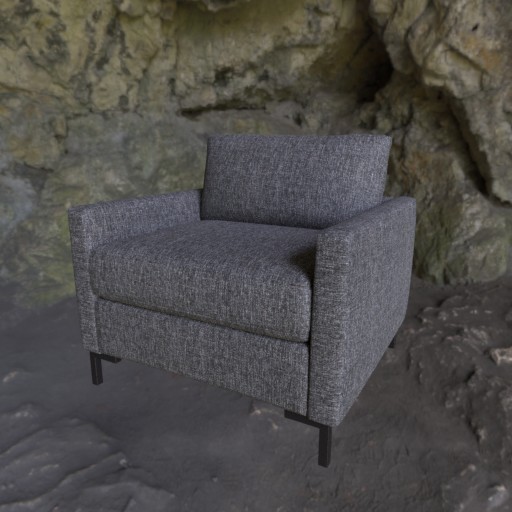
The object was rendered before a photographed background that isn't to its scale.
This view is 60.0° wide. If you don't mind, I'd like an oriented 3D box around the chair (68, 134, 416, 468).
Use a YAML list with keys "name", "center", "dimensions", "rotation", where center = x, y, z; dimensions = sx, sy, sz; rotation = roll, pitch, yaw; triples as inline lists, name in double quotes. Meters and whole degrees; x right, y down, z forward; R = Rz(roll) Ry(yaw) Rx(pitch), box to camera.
- name: "chair"
  center: [0.000, 0.000, 1.593]
  dimensions: [0.963, 0.861, 0.866]
  rotation: [8, 16, 28]
